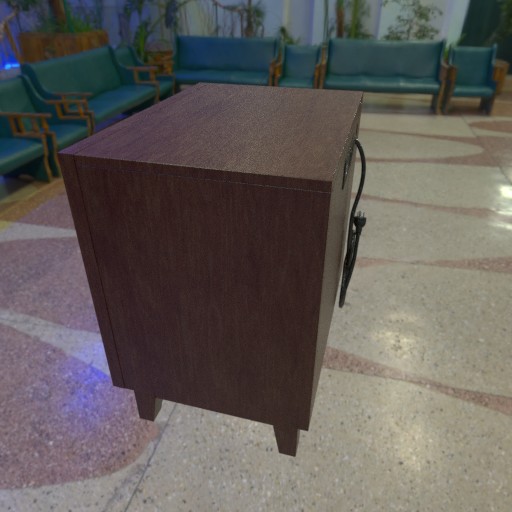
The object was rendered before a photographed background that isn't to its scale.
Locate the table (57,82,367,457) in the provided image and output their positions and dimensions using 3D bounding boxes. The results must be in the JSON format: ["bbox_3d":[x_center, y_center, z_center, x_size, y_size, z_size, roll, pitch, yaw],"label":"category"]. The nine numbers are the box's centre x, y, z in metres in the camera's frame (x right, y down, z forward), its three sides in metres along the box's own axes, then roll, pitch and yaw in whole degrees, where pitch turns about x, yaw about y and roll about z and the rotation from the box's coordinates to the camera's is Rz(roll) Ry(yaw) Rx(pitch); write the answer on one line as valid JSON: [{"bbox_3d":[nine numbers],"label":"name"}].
[{"bbox_3d":[0.000,0.000,0.983,0.449,0.609,0.557,8,33,13],"label":"table"}]
